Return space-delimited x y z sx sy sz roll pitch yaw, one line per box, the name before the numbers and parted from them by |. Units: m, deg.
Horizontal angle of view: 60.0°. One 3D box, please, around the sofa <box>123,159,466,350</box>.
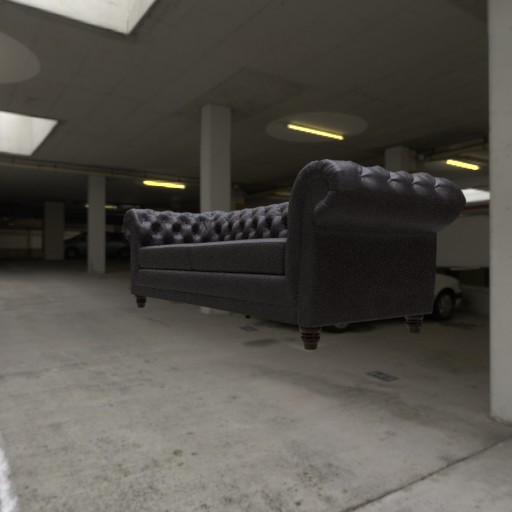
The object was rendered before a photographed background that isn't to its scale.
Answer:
sofa | 0.000 0.000 2.824 0.944 0.783 2.385 0 -1 -35
